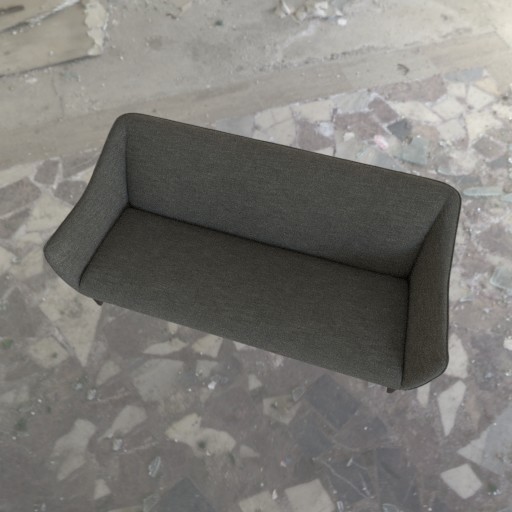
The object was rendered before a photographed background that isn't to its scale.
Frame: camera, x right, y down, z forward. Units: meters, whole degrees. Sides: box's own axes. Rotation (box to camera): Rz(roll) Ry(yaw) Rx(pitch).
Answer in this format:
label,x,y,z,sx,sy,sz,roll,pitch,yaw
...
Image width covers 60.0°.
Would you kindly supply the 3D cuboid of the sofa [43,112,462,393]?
label,x,y,z,sx,sy,sz,roll,pitch,yaw
sofa,0.000,0.000,2.349,1.928,0.829,0.867,15,60,9
